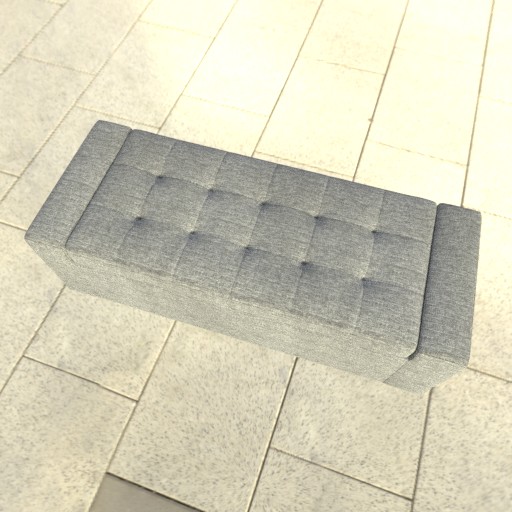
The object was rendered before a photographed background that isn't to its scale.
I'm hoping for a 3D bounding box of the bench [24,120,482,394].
[{"bbox_3d":[0.000,0.000,1.507,1.296,0.445,0.508,15,64,8],"label":"bench"}]
